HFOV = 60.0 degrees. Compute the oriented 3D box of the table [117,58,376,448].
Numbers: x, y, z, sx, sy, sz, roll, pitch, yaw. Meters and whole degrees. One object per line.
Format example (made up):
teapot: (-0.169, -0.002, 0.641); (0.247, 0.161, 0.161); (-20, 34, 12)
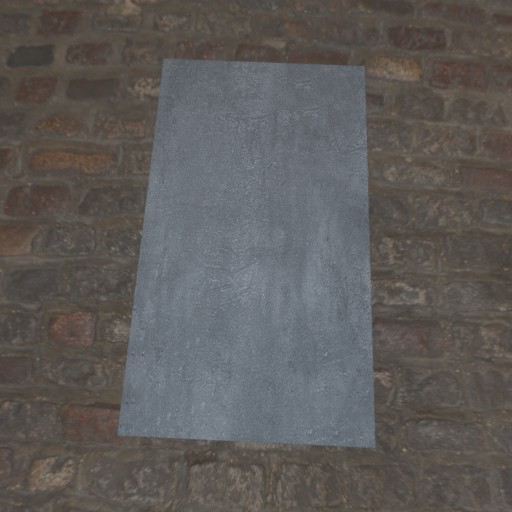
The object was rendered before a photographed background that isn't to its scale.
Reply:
table: (0.000, 0.000, 0.949); (0.400, 0.350, 0.700); (2, 74, 1)
